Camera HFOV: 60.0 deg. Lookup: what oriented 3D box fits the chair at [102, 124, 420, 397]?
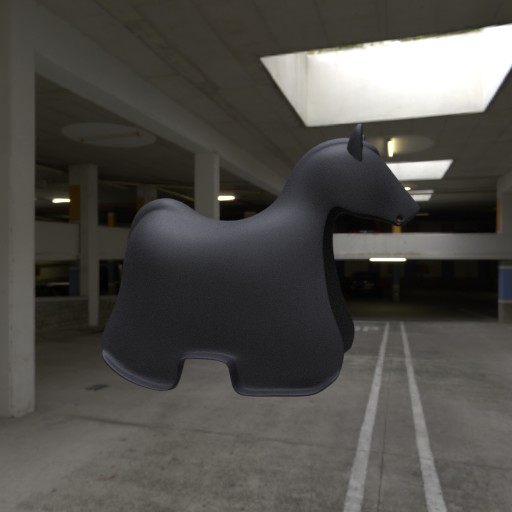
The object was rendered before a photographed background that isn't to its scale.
[{"bbox_3d":[0.000,0.000,1.152,0.800,0.612,0.429,0,0,17],"label":"chair"}]
